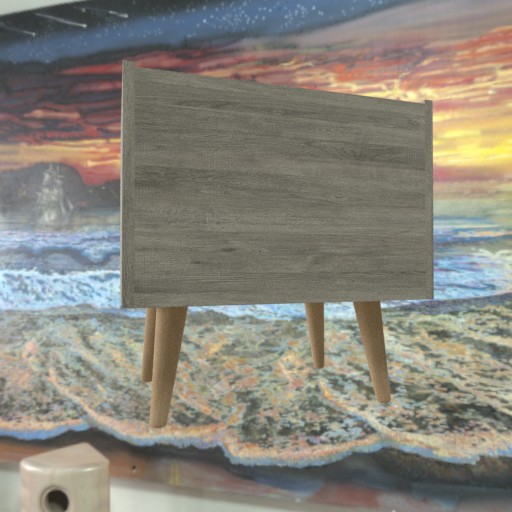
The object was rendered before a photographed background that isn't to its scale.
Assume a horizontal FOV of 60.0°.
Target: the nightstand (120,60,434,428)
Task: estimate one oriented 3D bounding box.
[{"bbox_3d":[0.000,0.000,0.823,0.480,0.500,0.380,0,-1,-17],"label":"nightstand"}]
